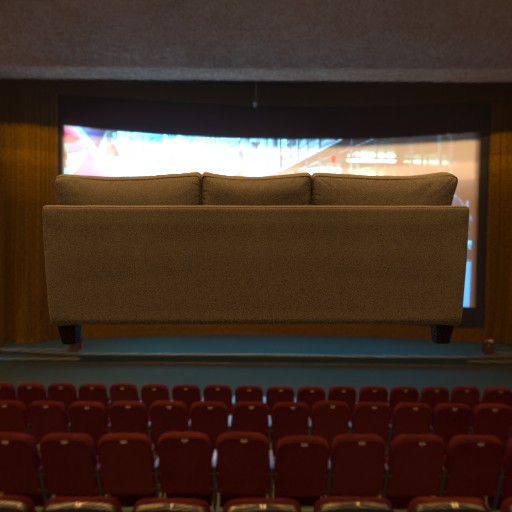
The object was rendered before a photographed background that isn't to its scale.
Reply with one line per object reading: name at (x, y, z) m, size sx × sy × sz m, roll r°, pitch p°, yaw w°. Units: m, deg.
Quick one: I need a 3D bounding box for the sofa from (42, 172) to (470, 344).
sofa at (0.000, 0.000, 2.867) m, size 2.323 × 0.991 × 1.016 m, roll 0°, pitch 1°, yaw 0°
